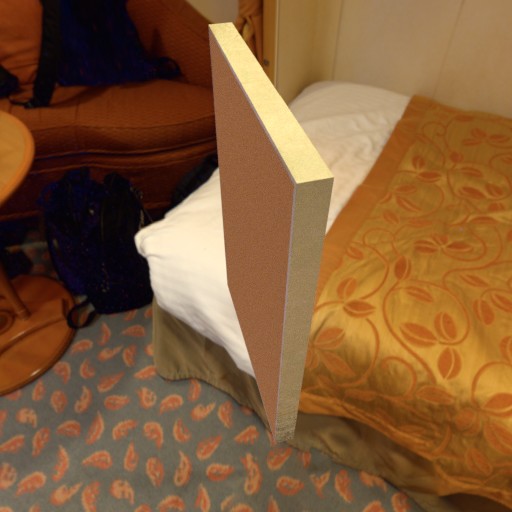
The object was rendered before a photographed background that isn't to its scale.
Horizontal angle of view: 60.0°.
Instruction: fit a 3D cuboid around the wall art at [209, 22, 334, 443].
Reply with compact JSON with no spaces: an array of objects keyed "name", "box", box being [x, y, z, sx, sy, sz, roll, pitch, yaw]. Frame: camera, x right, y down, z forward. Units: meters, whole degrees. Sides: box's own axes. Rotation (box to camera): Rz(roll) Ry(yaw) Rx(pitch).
[{"name":"wall art","box":[0.000,0.000,0.753,0.036,0.607,0.403,-11,47,-11]}]
